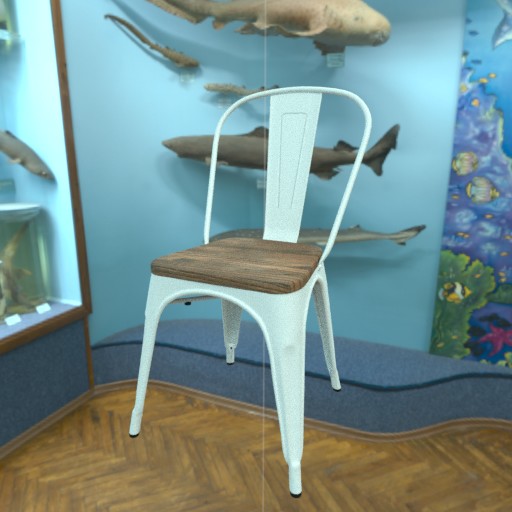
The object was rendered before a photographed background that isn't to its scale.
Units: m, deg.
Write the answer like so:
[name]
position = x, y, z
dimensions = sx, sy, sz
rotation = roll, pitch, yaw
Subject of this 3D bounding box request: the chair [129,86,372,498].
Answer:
[chair]
position = 0.000, 0.000, 1.116
dimensions = 0.452, 0.851, 0.521
rotation = 7, 16, 25
